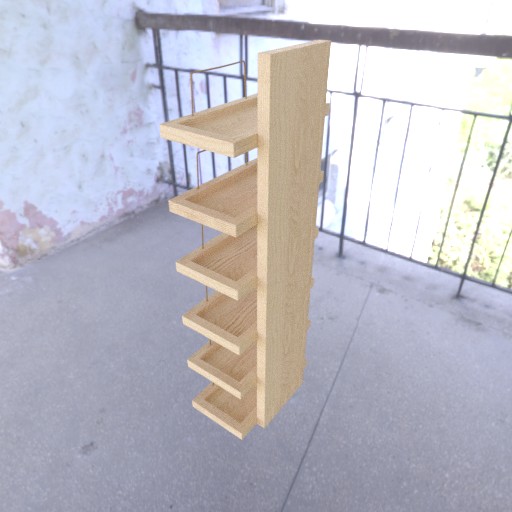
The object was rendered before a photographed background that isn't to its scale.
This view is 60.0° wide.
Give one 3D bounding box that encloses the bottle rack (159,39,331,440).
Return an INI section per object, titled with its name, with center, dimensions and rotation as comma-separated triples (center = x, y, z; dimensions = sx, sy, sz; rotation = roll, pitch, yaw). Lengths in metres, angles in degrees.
[bottle rack]
center = 0.000, 0.000, 1.076
dimensions = 0.206, 0.943, 0.330
rotation = 22, 39, 30
